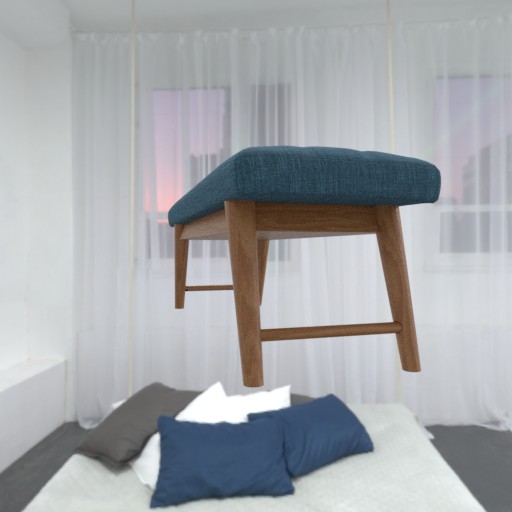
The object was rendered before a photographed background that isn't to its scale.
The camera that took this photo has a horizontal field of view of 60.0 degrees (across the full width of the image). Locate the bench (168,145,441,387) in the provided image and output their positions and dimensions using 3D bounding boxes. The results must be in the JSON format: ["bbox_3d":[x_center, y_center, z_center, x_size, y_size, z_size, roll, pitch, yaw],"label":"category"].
[{"bbox_3d":[0.000,0.000,1.315,0.406,0.432,1.118,0,1,-17],"label":"bench"}]
